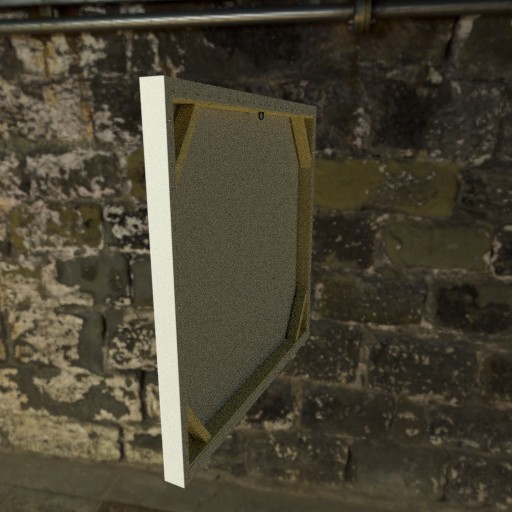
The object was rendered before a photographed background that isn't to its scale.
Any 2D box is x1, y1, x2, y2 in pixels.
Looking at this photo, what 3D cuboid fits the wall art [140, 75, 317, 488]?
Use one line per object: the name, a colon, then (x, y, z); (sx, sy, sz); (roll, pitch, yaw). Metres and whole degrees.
wall art: (0.000, 0.000, 0.897); (0.038, 0.610, 0.610); (7, 16, 24)
